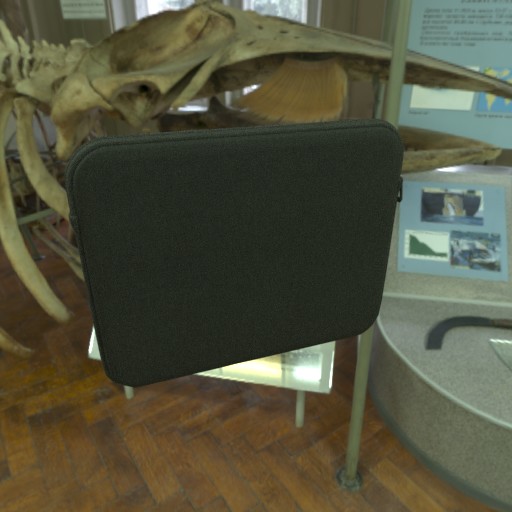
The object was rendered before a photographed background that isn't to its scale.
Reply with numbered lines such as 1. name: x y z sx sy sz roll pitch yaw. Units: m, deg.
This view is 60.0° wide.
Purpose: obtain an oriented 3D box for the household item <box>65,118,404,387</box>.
1. household item: 0.000 0.000 0.535 0.396 0.305 0.030 -9 28 -18
